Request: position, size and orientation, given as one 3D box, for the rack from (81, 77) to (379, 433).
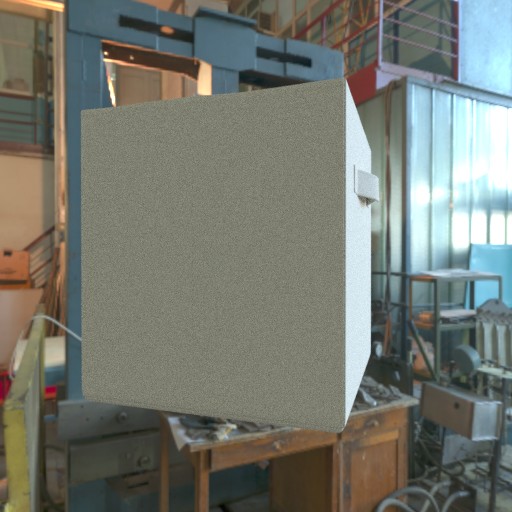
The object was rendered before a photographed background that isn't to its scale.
[{"bbox_3d":[0.000,0.000,0.507,0.270,0.280,0.270,0,1,19],"label":"rack"}]
